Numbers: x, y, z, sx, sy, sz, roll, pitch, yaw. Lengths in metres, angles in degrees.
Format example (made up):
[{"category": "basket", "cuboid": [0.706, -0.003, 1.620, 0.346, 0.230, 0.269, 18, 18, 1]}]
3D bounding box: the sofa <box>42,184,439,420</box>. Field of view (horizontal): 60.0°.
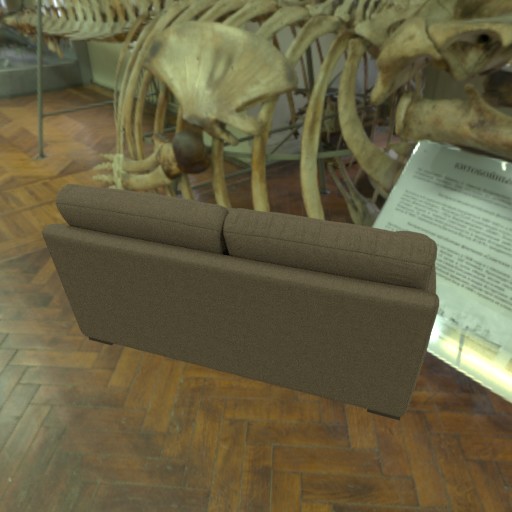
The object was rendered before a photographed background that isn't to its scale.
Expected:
[{"category": "sofa", "cuboid": [0.000, 0.000, 2.476, 1.869, 0.950, 1.140, 10, 34, 16]}]
